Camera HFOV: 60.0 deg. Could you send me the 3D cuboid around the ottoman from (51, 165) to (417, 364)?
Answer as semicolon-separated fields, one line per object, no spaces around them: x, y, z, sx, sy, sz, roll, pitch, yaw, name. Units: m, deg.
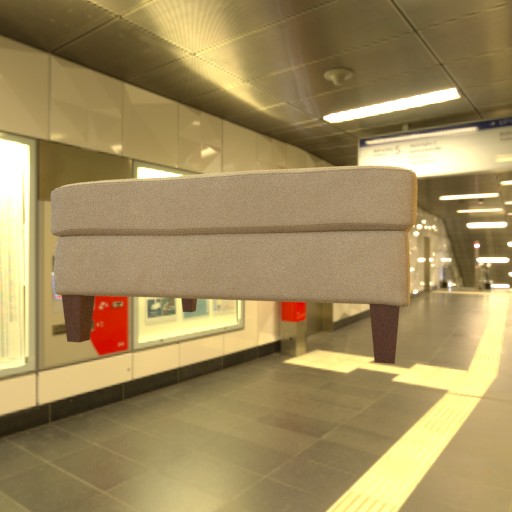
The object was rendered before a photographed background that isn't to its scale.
0.000;0.000;1.503;1.002;0.492;0.836;0;0;17;ottoman
